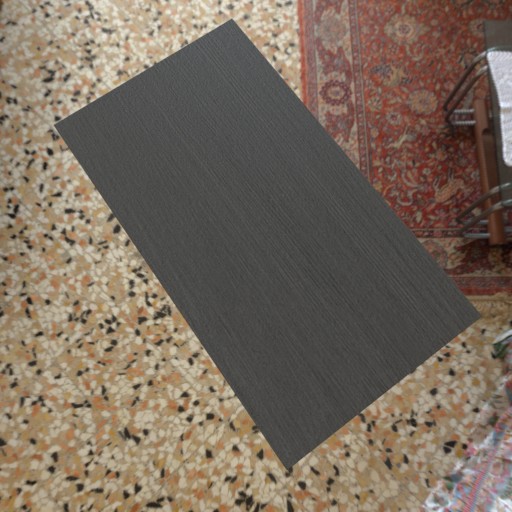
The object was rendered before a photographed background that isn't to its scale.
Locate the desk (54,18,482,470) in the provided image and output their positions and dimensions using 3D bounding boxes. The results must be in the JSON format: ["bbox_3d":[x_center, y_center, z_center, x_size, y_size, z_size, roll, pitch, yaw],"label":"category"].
[{"bbox_3d":[0.000,0.000,1.310,0.498,0.724,0.893,-35,78,-8],"label":"desk"}]
